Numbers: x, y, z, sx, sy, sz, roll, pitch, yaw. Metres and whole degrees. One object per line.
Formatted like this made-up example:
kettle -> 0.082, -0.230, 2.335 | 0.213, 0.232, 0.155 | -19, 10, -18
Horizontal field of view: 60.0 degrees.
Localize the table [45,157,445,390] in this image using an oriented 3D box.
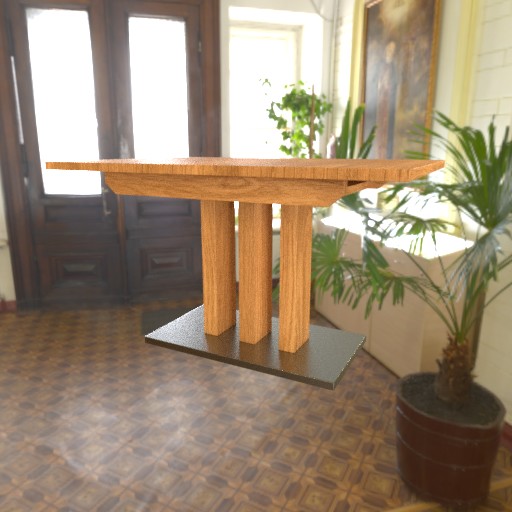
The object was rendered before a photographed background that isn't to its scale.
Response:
table -> 0.000, 0.000, 1.832 | 1.300, 0.770, 0.900 | 7, 15, 27
